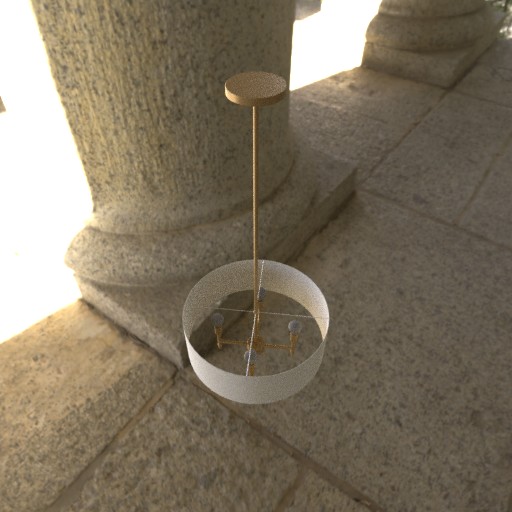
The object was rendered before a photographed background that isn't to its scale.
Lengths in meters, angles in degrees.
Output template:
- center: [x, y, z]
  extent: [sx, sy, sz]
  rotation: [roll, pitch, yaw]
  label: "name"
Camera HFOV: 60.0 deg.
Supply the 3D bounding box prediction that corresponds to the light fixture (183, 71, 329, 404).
- center: [0.000, 0.000, 1.349]
  extent: [0.508, 1.067, 0.508]
  rotation: [0, 45, 0]
  label: "light fixture"
